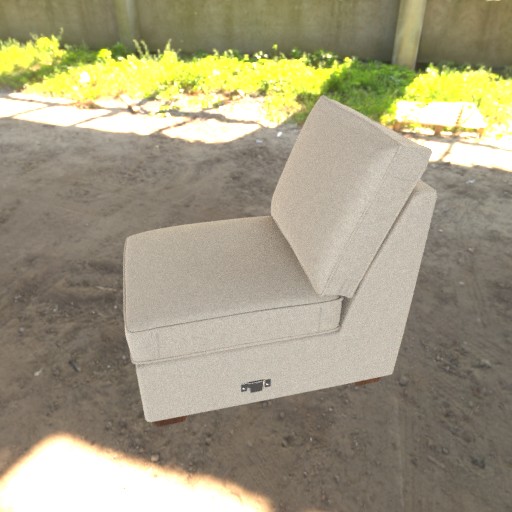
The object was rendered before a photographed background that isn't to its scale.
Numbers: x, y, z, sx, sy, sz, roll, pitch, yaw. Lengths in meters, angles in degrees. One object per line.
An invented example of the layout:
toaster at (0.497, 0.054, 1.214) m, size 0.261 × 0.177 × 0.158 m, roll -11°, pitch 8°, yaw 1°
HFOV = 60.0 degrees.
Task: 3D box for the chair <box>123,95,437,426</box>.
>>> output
chair at (0.000, 0.000, 1.596) m, size 0.938 × 0.970 × 0.621 m, roll -8°, pitch 33°, yaw -12°
